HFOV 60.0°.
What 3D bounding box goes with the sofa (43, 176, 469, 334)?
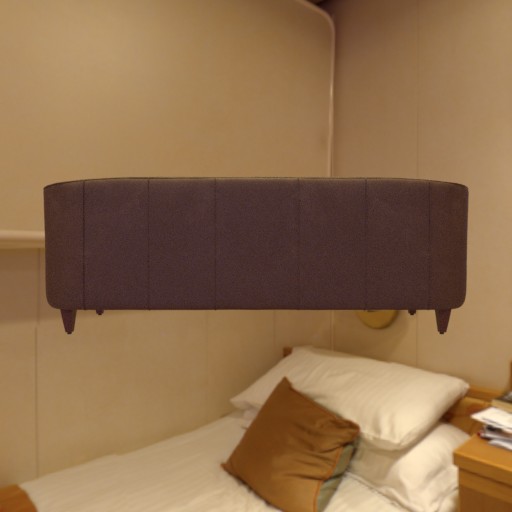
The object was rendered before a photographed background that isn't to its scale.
[{"bbox_3d":[0.000,0.000,2.589,2.227,0.787,0.927,0,0,0],"label":"sofa"}]
